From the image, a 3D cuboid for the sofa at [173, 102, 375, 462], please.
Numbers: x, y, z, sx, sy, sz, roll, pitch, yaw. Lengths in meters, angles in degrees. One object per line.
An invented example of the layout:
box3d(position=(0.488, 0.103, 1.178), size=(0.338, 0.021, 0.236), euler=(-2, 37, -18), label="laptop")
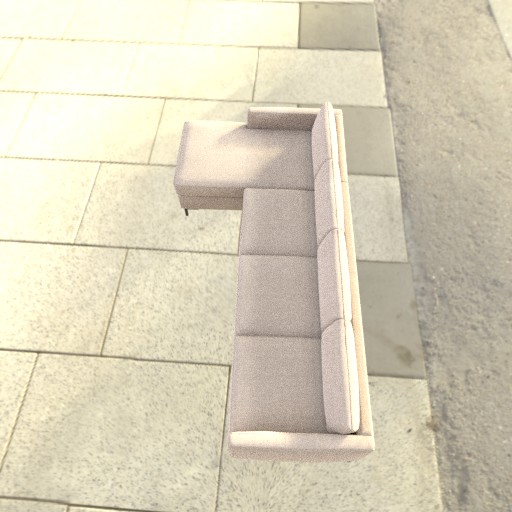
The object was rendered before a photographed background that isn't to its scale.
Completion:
box3d(position=(0.000, 0.000, 3.484), size=(1.469, 0.816, 2.923), euler=(2, 59, 1), label="sofa")
